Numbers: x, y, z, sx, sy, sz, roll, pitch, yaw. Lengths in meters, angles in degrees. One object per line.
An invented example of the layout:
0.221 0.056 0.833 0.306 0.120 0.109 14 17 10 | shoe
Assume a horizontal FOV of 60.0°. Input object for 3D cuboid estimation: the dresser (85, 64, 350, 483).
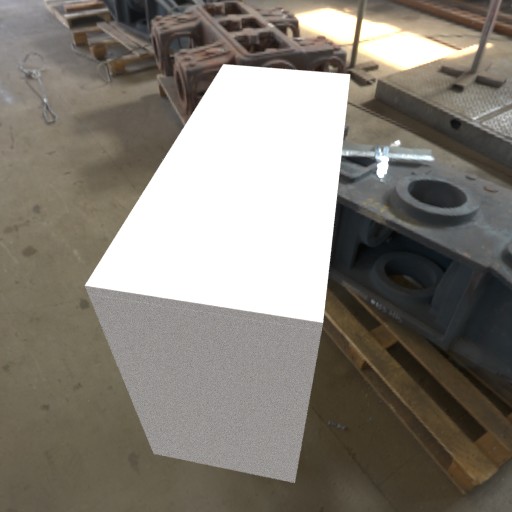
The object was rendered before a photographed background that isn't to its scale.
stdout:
0.000 0.000 1.497 0.460 0.820 1.100 8 45 8 | dresser
